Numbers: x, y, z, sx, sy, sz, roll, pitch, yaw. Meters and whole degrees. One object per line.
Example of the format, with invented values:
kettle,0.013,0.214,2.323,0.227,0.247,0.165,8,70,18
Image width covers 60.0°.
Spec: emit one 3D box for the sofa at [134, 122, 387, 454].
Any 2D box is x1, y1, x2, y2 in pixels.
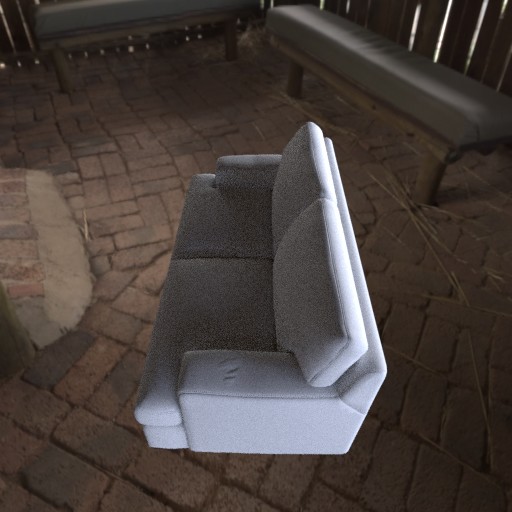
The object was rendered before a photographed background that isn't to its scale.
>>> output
sofa,0.000,0.000,2.849,1.143,0.940,2.261,1,41,1
